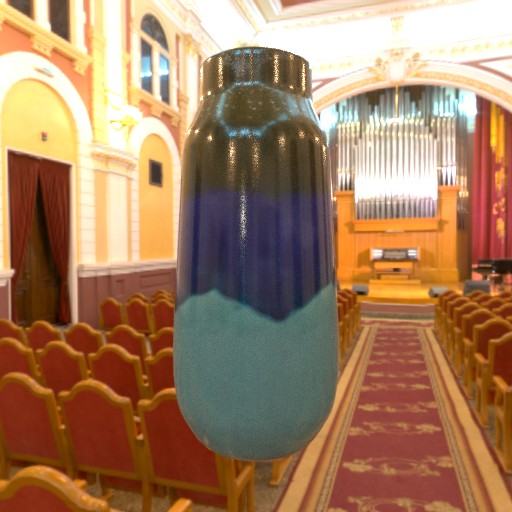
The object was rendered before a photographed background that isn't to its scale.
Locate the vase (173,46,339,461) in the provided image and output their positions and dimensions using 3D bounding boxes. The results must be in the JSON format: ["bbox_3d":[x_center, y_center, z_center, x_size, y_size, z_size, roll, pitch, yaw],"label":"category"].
[{"bbox_3d":[0.000,0.000,0.374,0.139,0.313,0.139,0,1,0],"label":"vase"}]
